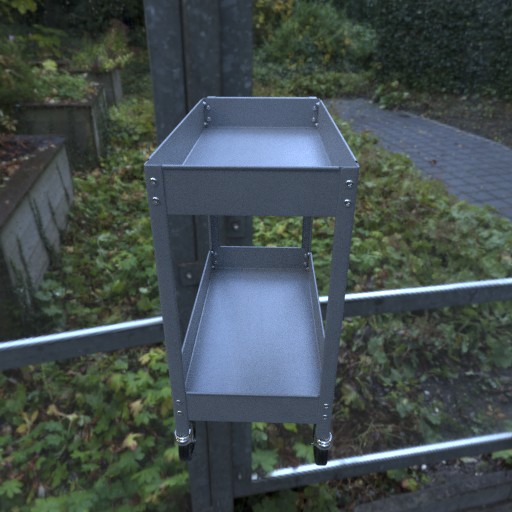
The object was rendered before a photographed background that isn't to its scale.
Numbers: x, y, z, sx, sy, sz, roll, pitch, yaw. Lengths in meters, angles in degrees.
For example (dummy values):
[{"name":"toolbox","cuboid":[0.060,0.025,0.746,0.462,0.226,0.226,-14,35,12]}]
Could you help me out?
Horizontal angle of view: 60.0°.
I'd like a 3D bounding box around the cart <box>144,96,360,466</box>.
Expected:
[{"name":"cart","cuboid":[0.000,0.000,1.186,0.366,0.719,0.779,1,28,2]}]
